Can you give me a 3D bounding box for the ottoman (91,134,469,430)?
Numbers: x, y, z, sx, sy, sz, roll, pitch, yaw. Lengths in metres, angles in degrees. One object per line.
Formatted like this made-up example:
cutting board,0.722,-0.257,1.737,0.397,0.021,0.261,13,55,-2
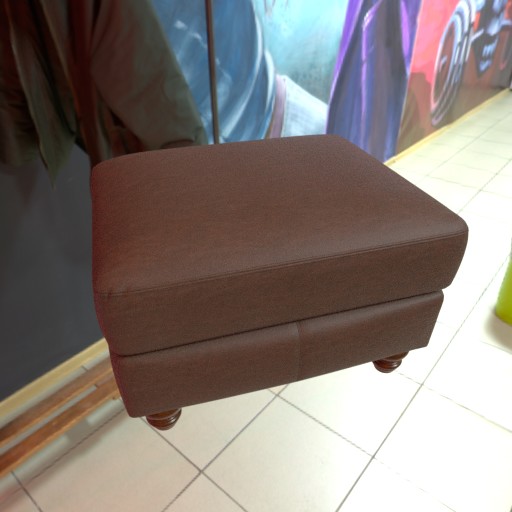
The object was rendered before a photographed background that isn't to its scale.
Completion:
ottoman,0.000,0.000,1.161,0.787,0.508,0.635,-10,34,-14
